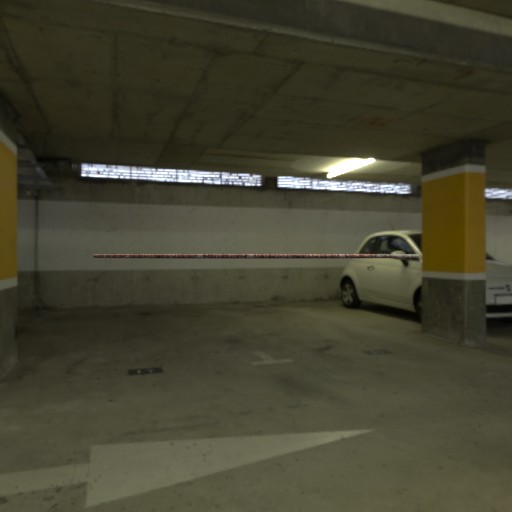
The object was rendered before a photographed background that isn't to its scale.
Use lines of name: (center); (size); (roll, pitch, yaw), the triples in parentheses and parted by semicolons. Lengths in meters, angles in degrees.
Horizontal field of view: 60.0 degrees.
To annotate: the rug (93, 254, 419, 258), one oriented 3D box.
rug: (0.000, 0.000, 2.194); (1.514, 0.015, 1.514); (0, 0, 0)
